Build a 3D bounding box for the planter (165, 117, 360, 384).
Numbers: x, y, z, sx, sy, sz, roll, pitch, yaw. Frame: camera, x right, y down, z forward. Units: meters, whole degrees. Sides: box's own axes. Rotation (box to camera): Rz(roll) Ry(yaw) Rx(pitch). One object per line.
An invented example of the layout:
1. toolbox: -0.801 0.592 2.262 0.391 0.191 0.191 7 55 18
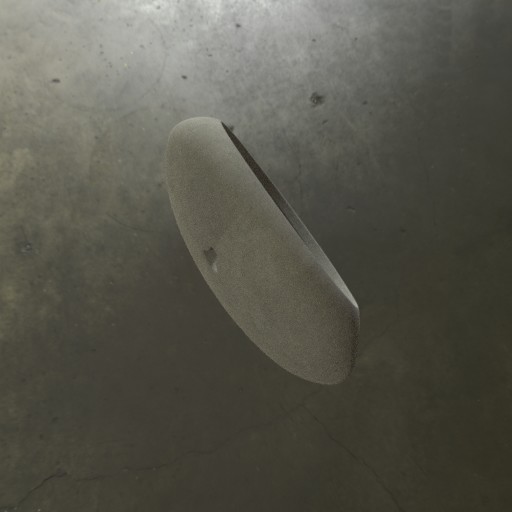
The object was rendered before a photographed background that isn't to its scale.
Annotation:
1. planter: 0.000 0.000 0.285 0.071 0.188 0.185 -33 78 -8
